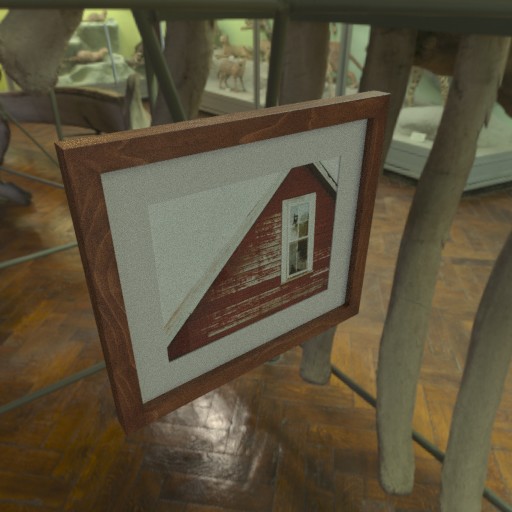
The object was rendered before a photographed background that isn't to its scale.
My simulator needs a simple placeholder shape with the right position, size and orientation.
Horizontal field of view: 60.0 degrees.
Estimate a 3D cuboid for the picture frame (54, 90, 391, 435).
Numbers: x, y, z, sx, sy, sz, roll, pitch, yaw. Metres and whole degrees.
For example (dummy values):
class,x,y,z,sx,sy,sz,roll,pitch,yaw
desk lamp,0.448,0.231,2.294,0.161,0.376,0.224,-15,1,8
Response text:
class,x,y,z,sx,sy,sz,roll,pitch,yaw
picture frame,0.000,0.000,0.525,0.381,0.330,0.025,-20,36,-31
